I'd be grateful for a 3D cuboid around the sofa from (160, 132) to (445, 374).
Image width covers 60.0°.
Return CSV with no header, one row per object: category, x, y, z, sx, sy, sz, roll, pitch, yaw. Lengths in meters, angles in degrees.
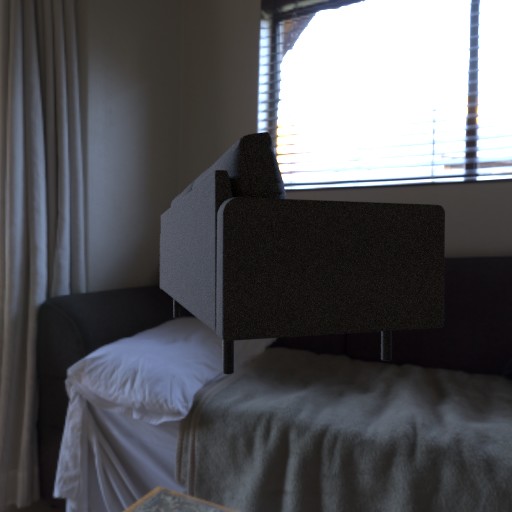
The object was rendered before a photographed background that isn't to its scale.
sofa,0.000,0.000,2.502,0.880,0.880,2.100,0,1,-17
